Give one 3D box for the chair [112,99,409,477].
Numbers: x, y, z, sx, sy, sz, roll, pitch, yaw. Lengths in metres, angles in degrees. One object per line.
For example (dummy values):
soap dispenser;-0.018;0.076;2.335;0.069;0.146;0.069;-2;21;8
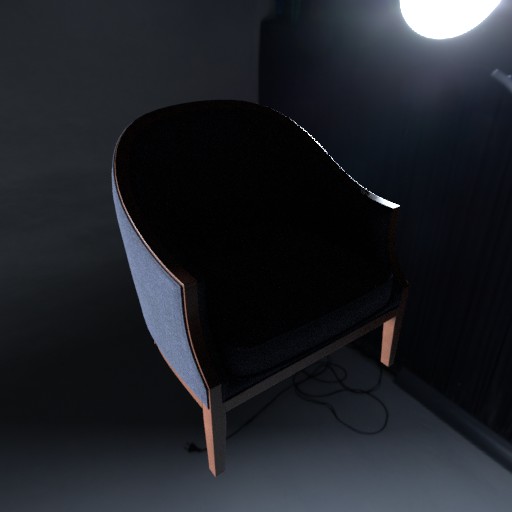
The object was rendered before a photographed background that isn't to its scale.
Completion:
chair;0.000;0.000;1.463;0.803;0.876;0.735;-20;35;-31
